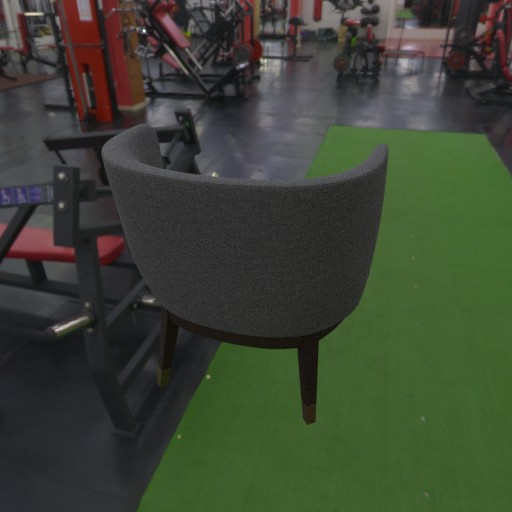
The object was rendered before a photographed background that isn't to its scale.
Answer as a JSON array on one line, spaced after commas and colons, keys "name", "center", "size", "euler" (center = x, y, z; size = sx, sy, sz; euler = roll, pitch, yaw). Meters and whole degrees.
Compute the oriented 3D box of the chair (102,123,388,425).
[{"name": "chair", "center": [0.000, 0.000, 1.246], "size": [0.639, 0.695, 0.698], "euler": [9, 31, 15]}]
